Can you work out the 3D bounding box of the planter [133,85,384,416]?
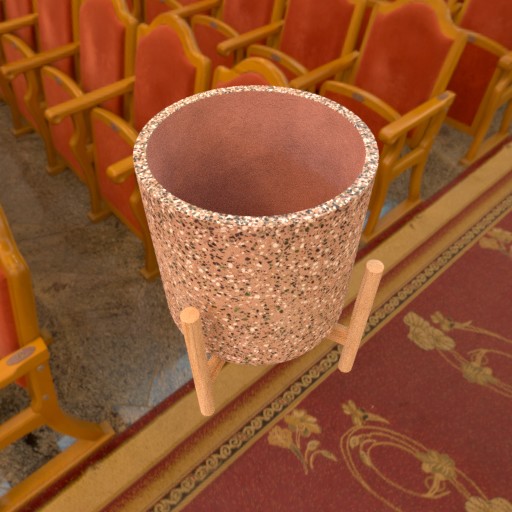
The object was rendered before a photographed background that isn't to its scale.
[{"bbox_3d":[0.000,0.000,0.709,0.360,0.419,0.360,-32,55,-26],"label":"planter"}]
